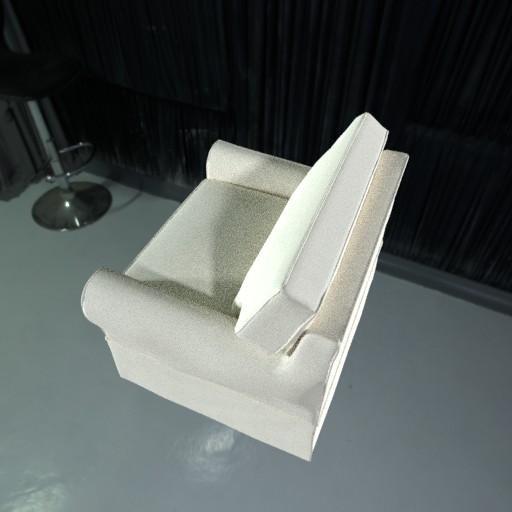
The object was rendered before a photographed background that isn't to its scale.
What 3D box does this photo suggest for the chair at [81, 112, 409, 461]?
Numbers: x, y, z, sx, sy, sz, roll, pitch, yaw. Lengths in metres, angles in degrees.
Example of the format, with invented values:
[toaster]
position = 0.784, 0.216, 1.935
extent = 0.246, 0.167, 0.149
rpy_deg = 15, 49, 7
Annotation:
[chair]
position = 0.000, 0.000, 1.795
extent = 0.904, 0.958, 1.099
rpy_deg = 18, 49, 16
